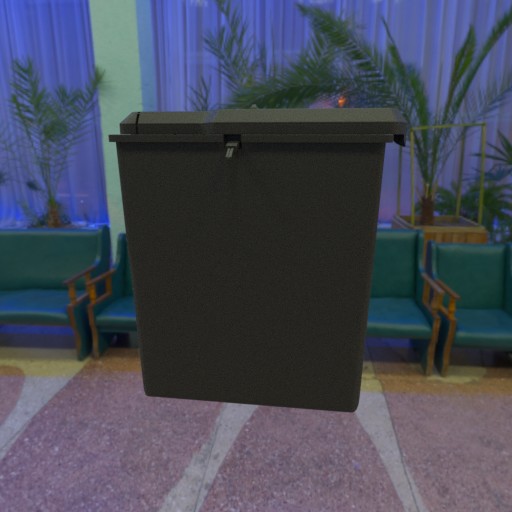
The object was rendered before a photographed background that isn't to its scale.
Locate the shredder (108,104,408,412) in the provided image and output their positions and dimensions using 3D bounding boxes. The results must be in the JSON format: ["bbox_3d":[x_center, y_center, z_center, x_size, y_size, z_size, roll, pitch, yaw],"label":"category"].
[{"bbox_3d":[0.000,0.000,0.523,0.320,0.335,0.170,2,16,7],"label":"shredder"}]
